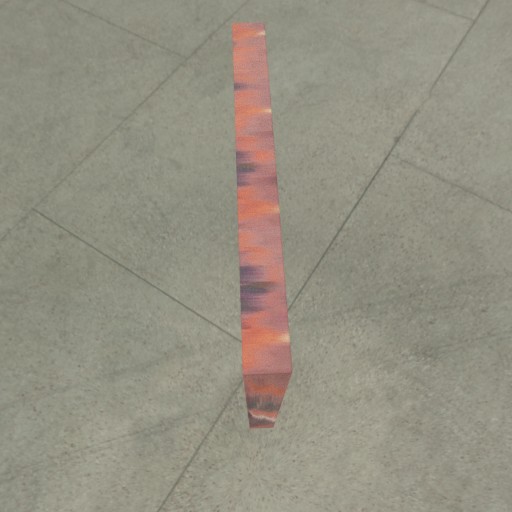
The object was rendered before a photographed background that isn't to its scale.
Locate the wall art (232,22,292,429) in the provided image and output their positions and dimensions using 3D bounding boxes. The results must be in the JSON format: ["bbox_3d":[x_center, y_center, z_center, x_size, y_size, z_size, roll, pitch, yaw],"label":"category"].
[{"bbox_3d":[0.000,0.000,0.606,0.038,0.406,0.403,-2,63,-1],"label":"wall art"}]
